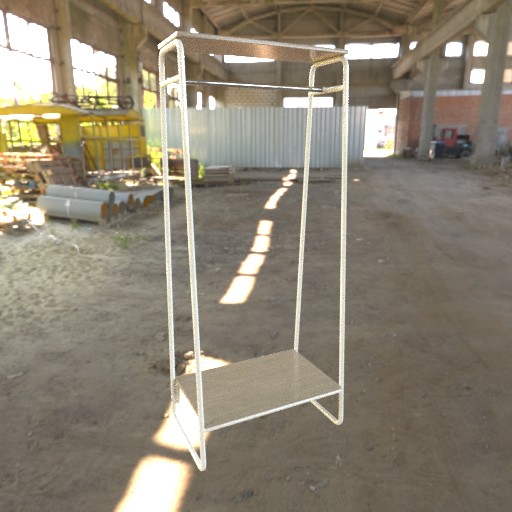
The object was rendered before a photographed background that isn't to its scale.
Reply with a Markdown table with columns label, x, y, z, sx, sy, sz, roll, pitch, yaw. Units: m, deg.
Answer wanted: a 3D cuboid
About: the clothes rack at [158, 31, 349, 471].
| label | x | y | z | sx | sy | sz | roll | pitch | yaw |
| --- | --- | --- | --- | --- | --- | --- | --- | --- | --- |
| clothes rack | 0.000 | 0.000 | 1.746 | 0.640 | 1.512 | 0.400 | -7 | 16 | -25 |
